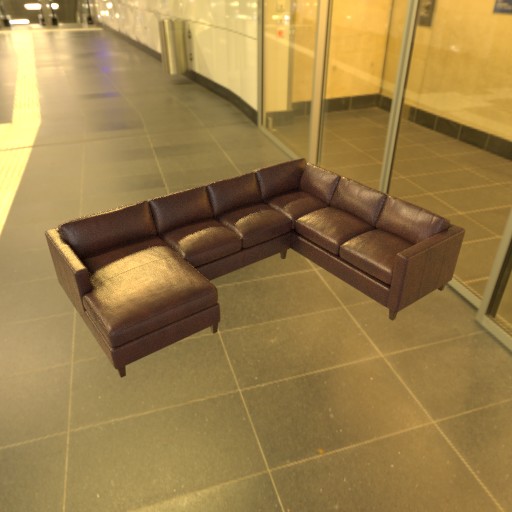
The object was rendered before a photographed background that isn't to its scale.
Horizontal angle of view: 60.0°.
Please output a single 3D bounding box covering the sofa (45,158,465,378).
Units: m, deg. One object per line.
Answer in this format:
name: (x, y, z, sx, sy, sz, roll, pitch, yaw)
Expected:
sofa: (0.000, 0.000, 4.475, 3.324, 0.891, 2.452, -21, 37, -31)
